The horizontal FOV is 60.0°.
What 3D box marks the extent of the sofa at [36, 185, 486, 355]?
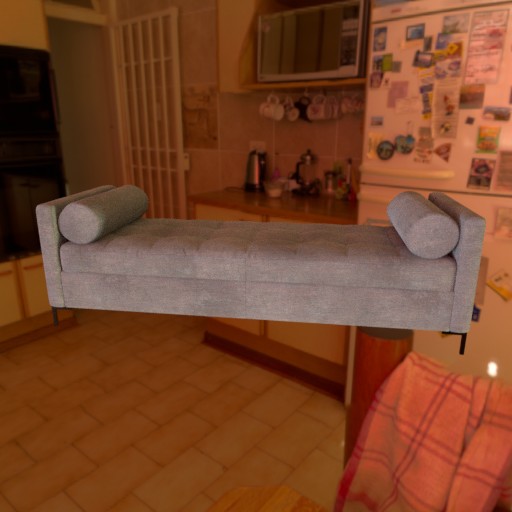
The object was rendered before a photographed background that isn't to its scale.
[{"bbox_3d":[0.000,0.000,2.324,1.981,0.635,0.686,2,17,8],"label":"sofa"}]
